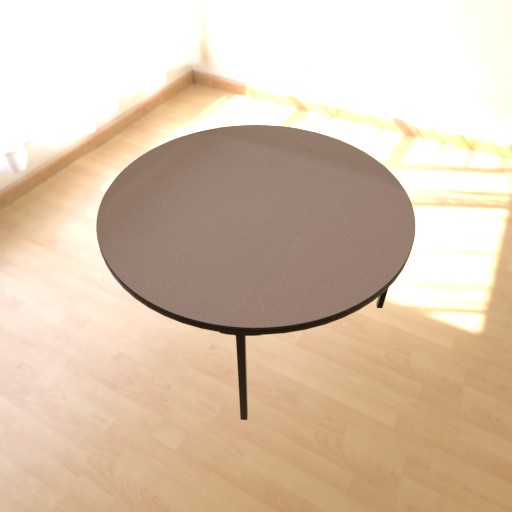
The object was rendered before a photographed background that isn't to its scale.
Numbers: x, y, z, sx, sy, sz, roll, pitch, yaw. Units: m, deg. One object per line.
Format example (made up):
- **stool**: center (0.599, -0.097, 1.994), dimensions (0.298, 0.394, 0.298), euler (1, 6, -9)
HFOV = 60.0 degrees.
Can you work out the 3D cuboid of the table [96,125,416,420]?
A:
- **table**: center (0.000, 0.000, 1.282), dimensions (0.800, 0.400, 0.800), euler (0, 45, 0)
